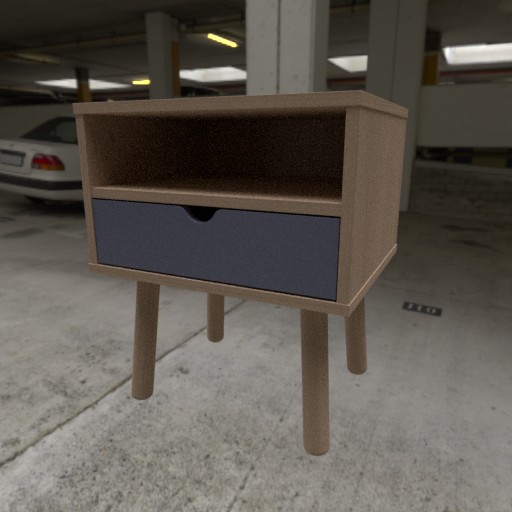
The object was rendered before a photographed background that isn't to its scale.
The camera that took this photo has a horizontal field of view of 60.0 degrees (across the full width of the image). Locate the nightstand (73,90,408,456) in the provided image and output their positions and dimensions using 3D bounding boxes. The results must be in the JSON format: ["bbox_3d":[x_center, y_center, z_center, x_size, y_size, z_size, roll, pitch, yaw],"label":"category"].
[{"bbox_3d":[0.000,0.000,0.828,0.450,0.530,0.380,7,17,25],"label":"nightstand"}]
